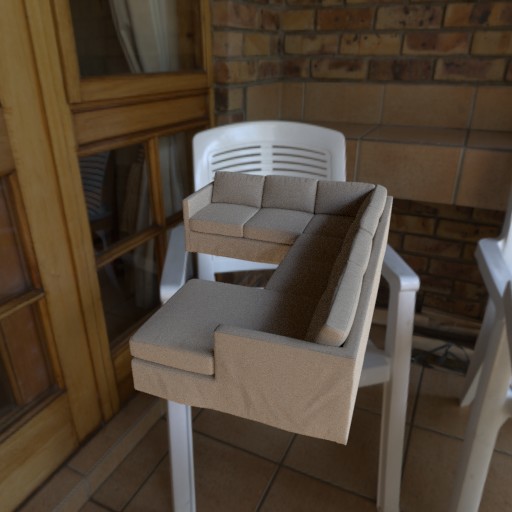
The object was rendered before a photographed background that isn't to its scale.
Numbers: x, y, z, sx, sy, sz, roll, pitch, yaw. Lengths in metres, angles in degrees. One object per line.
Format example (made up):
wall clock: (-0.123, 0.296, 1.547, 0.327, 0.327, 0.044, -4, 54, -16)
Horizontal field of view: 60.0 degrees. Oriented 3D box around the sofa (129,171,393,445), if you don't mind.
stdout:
sofa: (0.000, 0.000, 4.506, 2.427, 0.882, 3.460, 8, 26, 17)
